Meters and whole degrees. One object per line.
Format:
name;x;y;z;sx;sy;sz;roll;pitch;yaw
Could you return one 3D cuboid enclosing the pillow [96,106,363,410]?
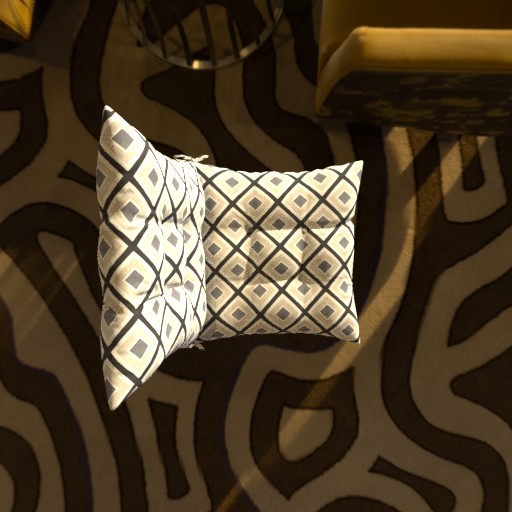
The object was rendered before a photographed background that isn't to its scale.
pillow;0.000;0.000;0.994;0.585;0.536;0.541;0;92;-1
